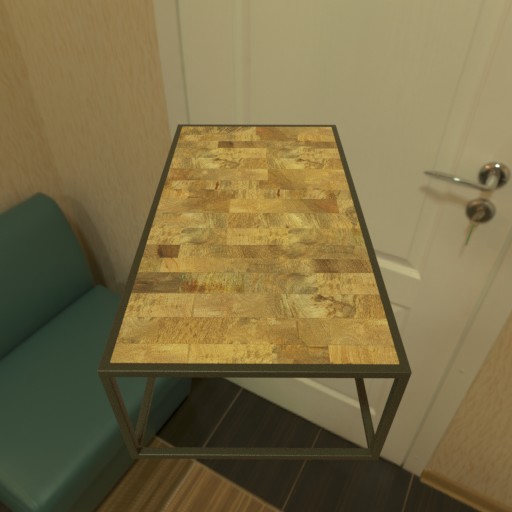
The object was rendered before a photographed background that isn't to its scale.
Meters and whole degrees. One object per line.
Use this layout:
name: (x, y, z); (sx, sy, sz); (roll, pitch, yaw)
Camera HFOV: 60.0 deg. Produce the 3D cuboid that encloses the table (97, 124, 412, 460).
table: (0.000, 0.000, 1.497); (0.649, 0.398, 1.199); (0, 41, 0)
